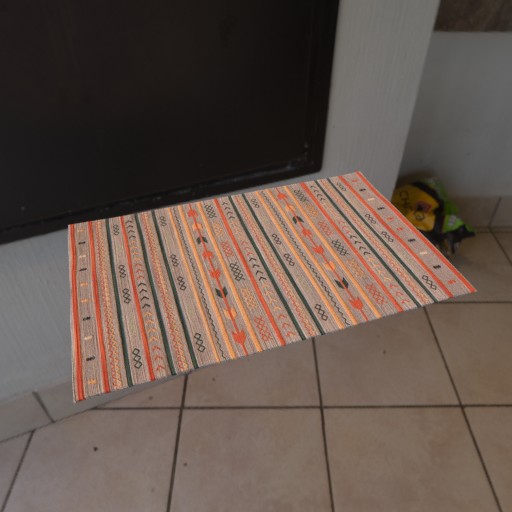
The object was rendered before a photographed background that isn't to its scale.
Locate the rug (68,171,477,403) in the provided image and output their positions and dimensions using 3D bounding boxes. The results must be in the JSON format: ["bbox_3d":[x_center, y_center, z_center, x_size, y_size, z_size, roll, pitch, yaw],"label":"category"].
[{"bbox_3d":[0.000,0.000,3.046,2.439,0.029,1.537,-13,43,-14],"label":"rug"}]
